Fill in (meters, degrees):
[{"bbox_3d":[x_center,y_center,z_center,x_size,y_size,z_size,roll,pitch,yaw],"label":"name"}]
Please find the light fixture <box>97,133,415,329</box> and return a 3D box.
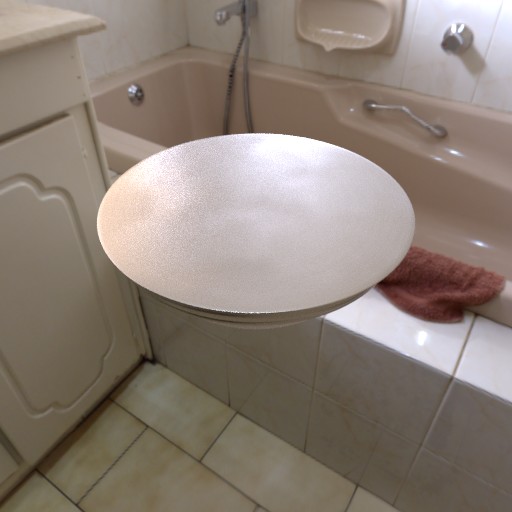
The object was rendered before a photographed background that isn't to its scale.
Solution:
[{"bbox_3d":[0.000,0.000,0.446,0.280,0.135,0.280,0,40,0],"label":"light fixture"}]
